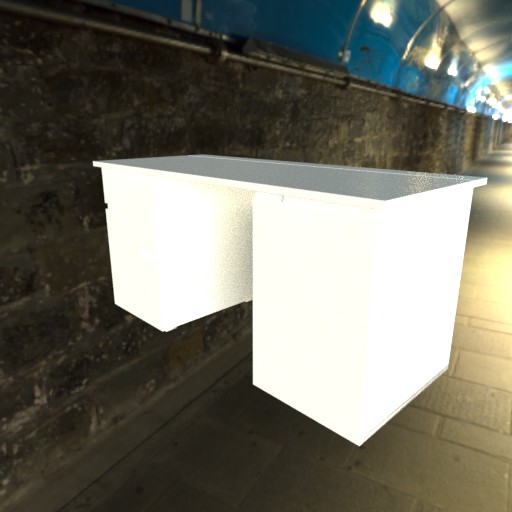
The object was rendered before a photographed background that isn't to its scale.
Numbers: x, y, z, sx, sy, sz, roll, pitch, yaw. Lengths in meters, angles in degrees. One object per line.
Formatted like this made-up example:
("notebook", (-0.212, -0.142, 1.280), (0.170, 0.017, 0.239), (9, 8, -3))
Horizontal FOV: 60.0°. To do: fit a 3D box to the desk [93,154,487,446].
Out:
("desk", (0.000, 0.000, 1.942), (0.670, 0.760, 1.580), (-16, 23, -42))
